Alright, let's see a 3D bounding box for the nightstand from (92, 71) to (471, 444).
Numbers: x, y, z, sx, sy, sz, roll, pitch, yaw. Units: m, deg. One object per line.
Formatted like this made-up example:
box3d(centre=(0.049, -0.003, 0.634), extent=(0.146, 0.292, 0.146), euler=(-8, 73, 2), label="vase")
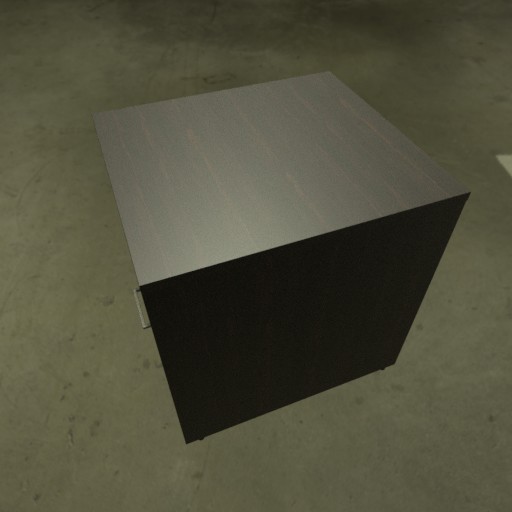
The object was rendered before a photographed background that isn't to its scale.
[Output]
box3d(centre=(0.000, 0.000, 0.828), extent=(0.461, 0.460, 0.400), euler=(-16, 48, -15), label="nightstand")
